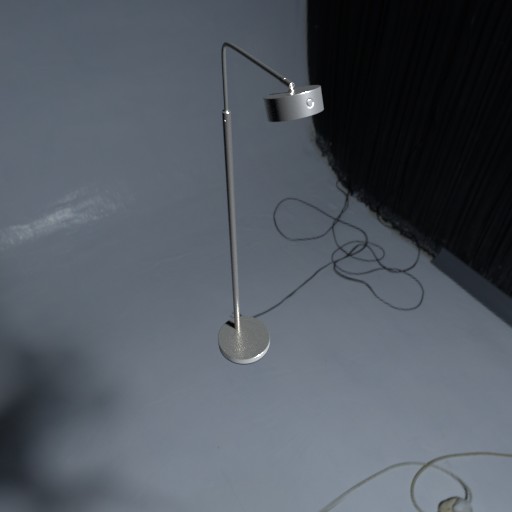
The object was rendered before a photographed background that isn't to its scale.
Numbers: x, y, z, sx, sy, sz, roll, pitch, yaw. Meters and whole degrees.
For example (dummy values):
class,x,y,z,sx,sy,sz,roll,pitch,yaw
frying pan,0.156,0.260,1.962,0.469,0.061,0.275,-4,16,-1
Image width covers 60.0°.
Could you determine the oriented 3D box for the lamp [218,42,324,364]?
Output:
class,x,y,z,sx,sy,sz,roll,pitch,yaw
lamp,0.000,0.000,1.417,0.222,1.250,0.421,-24,50,-21
